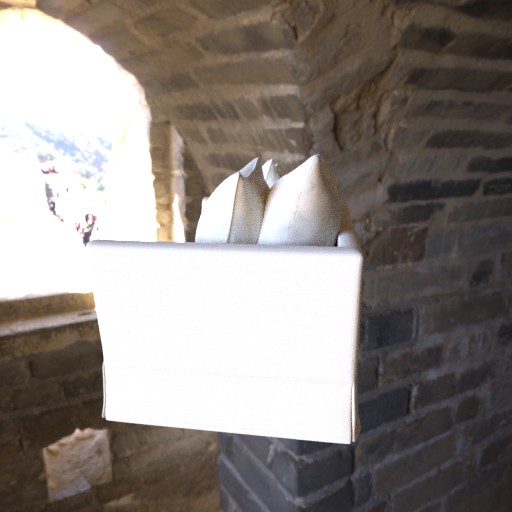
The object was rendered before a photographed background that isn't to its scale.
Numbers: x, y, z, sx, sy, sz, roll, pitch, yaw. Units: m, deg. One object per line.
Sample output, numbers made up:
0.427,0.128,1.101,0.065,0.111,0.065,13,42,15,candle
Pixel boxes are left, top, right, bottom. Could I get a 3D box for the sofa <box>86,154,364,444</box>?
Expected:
0.000,0.000,2.304,1.026,1.039,1.608,2,13,9,sofa
